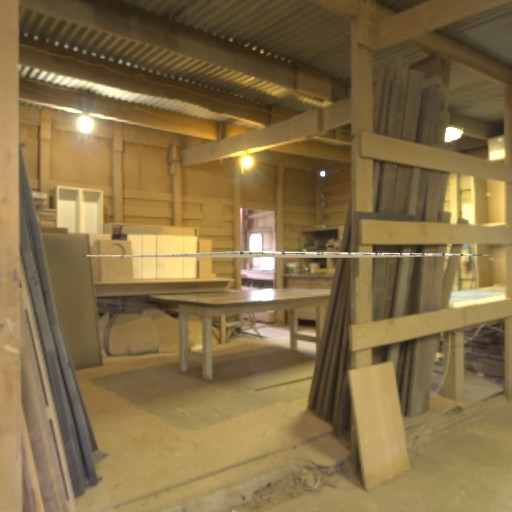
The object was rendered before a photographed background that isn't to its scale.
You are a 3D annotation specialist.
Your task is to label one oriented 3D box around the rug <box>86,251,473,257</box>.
[{"bbox_3d":[0.000,0.000,4.189,2.342,0.026,3.221,0,0,-36],"label":"rug"}]
